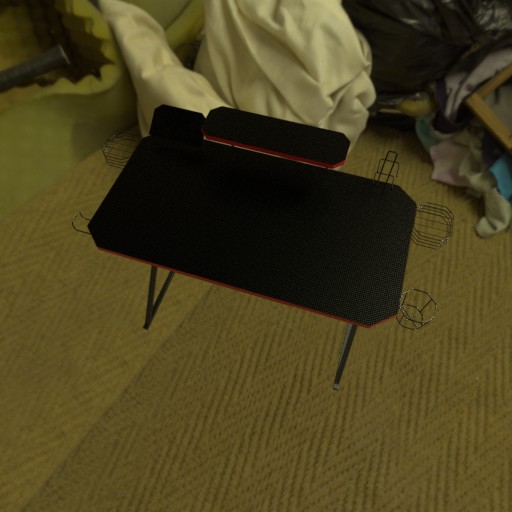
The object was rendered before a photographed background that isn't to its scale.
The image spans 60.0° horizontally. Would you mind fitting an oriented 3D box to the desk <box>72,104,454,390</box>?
[{"bbox_3d":[0.000,0.000,1.750,1.280,0.913,0.588,15,60,9],"label":"desk"}]
